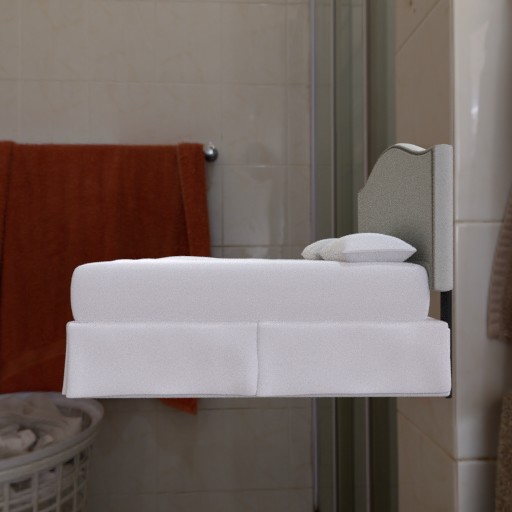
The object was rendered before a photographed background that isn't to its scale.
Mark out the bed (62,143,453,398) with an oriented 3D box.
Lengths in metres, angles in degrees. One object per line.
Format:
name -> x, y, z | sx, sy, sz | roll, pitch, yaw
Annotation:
bed -> 0.000, 0.000, 3.285 | 2.180, 1.607, 1.813 | 0, 0, -1
